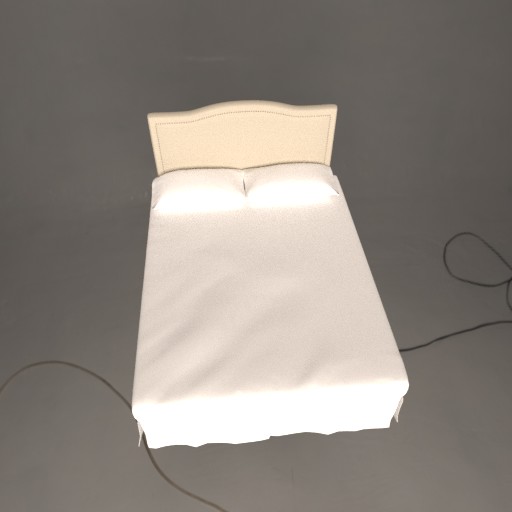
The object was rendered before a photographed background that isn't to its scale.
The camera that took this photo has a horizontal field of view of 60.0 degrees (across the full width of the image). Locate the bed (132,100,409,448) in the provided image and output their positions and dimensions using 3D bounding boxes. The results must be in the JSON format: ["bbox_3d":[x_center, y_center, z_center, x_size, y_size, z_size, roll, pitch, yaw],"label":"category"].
[{"bbox_3d":[0.000,0.000,3.627,1.977,1.437,2.477,-4,48,-4],"label":"bed"}]
